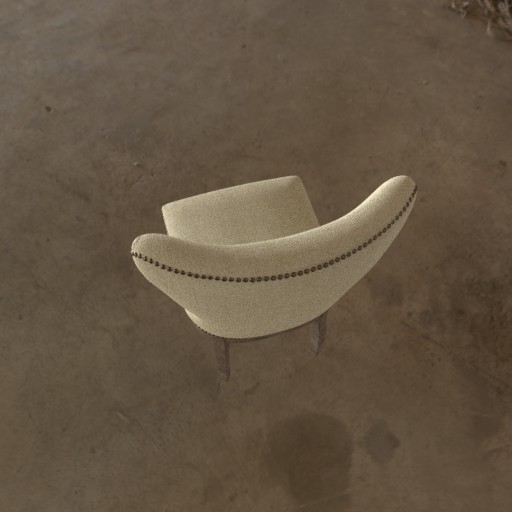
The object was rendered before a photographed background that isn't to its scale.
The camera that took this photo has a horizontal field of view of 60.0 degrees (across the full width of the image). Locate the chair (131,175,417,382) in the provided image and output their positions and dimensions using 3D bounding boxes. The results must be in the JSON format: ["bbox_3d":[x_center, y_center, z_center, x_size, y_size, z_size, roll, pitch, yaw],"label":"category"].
[{"bbox_3d":[0.000,0.000,1.461,0.654,1.002,0.681,-14,60,-8],"label":"chair"}]
